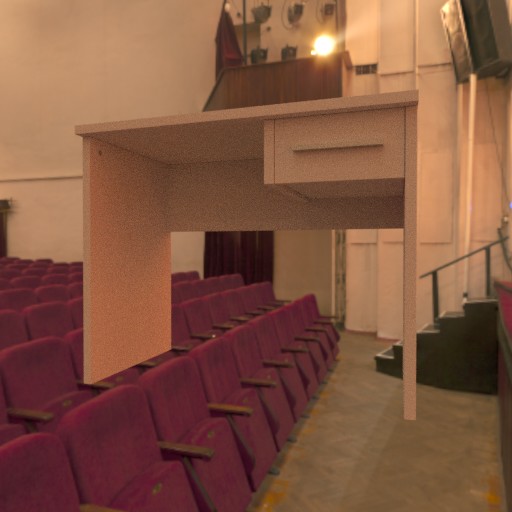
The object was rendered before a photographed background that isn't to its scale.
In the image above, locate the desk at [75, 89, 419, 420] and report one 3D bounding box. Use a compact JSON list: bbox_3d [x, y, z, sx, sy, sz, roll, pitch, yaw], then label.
[{"bbox_3d":[0.000,0.000,1.336,0.900,0.729,0.498,0,1,18],"label":"desk"}]
